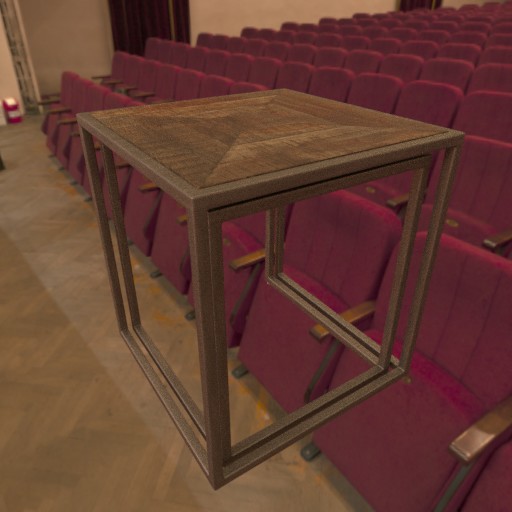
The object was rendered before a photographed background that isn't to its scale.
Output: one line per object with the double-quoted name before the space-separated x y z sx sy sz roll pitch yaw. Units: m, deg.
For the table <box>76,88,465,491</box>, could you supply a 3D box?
"table" 0.000 0.000 0.835 0.450 0.500 0.449 -18 35 -28
